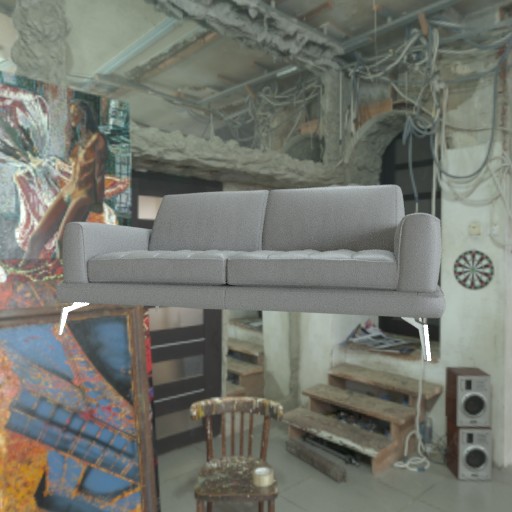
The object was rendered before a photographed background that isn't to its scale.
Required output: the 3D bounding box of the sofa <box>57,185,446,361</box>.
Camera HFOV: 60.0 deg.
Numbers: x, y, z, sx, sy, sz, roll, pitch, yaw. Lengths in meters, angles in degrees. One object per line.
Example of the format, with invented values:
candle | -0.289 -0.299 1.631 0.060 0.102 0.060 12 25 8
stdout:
sofa | 0.000 0.000 2.800 2.177 0.930 1.121 0 1 18
